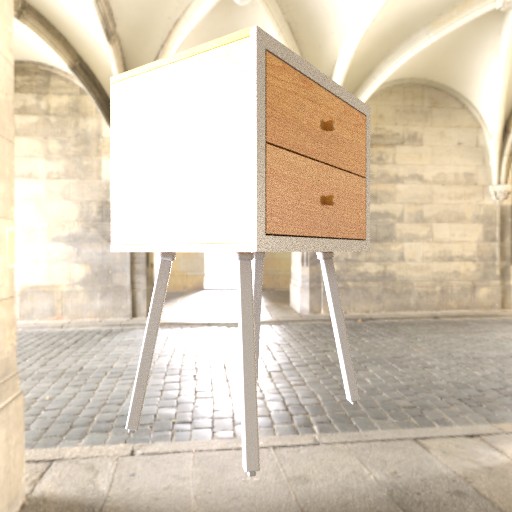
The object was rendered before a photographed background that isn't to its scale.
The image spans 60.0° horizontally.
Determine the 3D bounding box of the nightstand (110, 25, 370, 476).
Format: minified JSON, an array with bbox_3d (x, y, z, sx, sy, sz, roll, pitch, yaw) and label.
[{"bbox_3d":[0.000,0.000,0.819,0.316,0.601,0.400,0,1,35],"label":"nightstand"}]
